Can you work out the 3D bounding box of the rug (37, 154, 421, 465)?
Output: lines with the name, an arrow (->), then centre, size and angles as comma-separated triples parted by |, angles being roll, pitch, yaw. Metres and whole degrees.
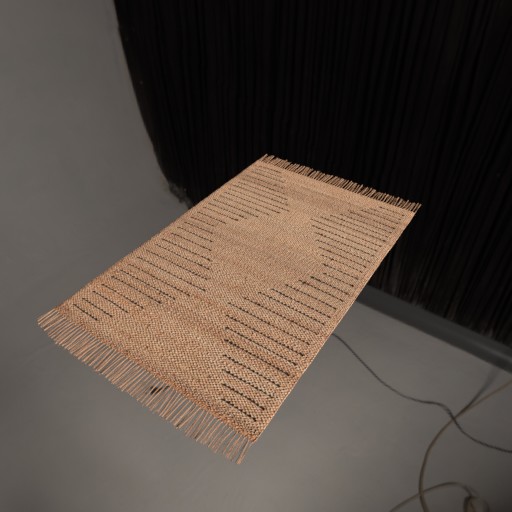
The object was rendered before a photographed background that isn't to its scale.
rug -> 0.000, 0.000, 2.527 | 1.224, 0.027, 2.085 | 24, 46, 25
